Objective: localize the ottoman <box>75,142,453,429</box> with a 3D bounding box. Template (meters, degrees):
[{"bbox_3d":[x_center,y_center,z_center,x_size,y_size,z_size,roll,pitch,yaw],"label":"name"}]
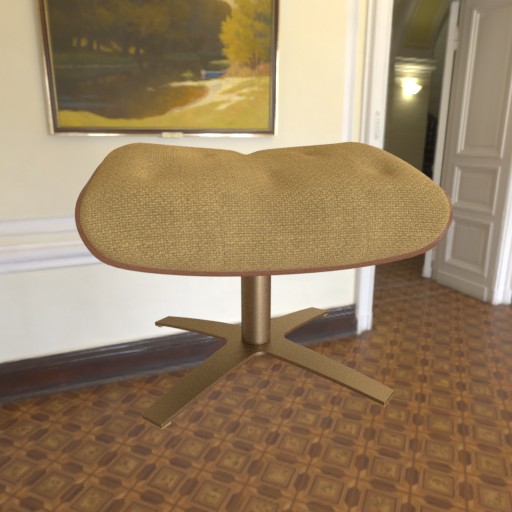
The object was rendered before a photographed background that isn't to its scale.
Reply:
[{"bbox_3d":[0.000,0.000,0.791,0.520,0.391,0.394,-2,16,-9],"label":"ottoman"}]
